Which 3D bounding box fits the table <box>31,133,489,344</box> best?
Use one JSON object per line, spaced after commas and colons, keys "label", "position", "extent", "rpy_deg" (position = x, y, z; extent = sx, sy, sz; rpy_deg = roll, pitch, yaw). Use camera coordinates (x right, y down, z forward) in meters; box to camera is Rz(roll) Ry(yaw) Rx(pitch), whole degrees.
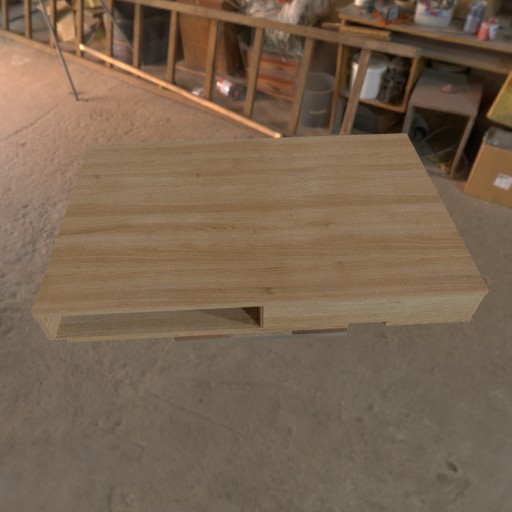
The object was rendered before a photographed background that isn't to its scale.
{"label": "table", "position": [0.000, 0.000, 1.459], "extent": [1.100, 0.440, 0.700], "rpy_deg": [-3, 48, -2]}
